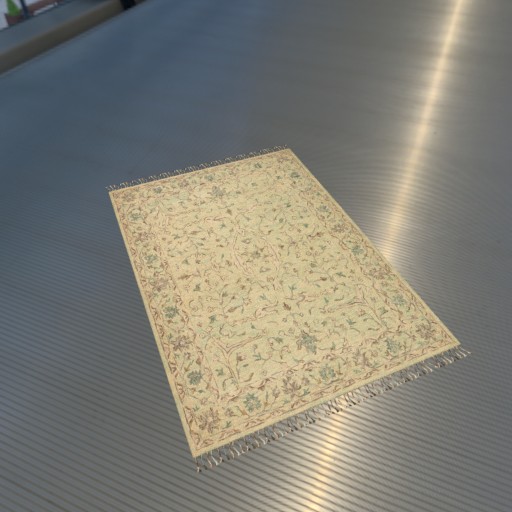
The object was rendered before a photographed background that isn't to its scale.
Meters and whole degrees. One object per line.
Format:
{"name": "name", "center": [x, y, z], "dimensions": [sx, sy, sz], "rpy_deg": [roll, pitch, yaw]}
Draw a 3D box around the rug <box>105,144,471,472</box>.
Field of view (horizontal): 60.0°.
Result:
{"name": "rug", "center": [0.000, 0.000, 2.303], "dimensions": [1.247, 0.008, 1.802], "rpy_deg": [-17, 48, -16]}
